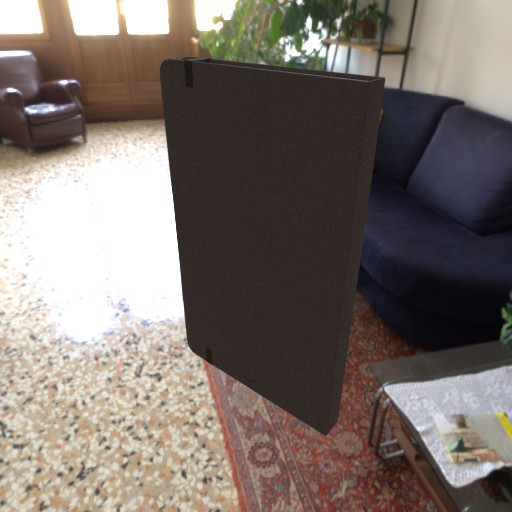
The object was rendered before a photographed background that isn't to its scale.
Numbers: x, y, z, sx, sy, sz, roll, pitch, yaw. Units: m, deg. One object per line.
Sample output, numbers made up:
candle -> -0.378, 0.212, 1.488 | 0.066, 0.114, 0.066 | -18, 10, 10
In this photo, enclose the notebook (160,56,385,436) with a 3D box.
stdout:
notebook -> 0.000, 0.000, 0.267 | 0.127, 0.213, 0.016 | 22, 37, 33
